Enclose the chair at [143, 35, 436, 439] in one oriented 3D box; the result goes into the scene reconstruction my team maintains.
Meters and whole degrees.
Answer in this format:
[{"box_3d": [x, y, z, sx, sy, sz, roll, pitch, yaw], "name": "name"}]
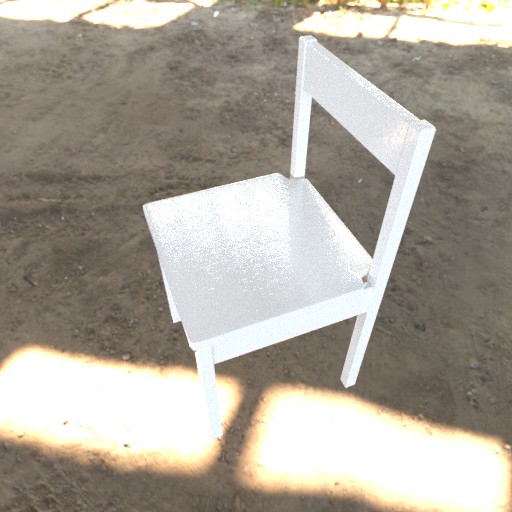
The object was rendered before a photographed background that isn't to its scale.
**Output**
[{"box_3d": [0.000, 0.000, 0.874, 0.361, 0.668, 0.367, -16, 48, -15], "name": "chair"}]
